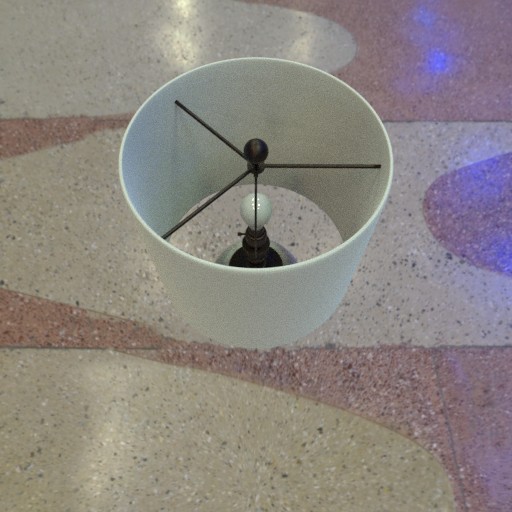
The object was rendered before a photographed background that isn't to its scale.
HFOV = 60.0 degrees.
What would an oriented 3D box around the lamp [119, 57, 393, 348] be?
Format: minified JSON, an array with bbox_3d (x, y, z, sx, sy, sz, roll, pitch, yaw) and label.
[{"bbox_3d":[0.000,0.000,0.771,0.328,0.570,0.328,0,62,0],"label":"lamp"}]
